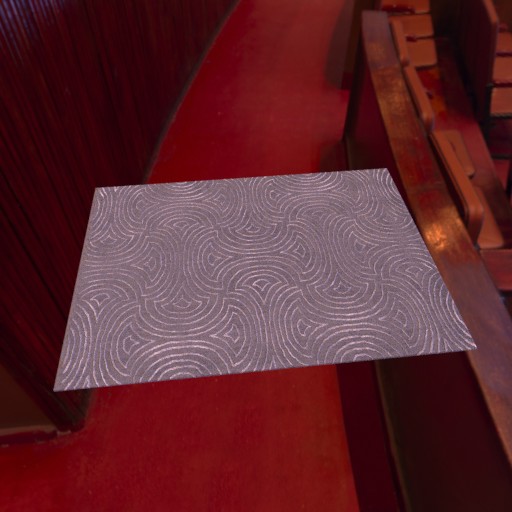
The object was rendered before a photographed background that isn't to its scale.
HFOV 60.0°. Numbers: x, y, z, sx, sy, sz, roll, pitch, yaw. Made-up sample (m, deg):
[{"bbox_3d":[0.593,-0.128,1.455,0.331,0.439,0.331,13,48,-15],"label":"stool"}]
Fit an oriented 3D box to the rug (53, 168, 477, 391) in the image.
[{"bbox_3d":[0.000,0.000,2.738,2.144,0.015,1.543,-5,48,-4],"label":"rug"}]
